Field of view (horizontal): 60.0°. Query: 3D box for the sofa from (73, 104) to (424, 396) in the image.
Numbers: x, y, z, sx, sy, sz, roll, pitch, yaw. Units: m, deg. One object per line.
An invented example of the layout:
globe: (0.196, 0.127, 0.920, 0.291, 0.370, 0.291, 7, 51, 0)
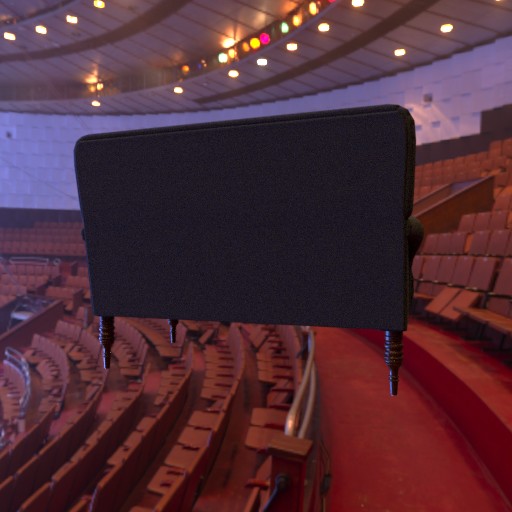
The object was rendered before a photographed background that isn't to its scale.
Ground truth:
sofa: (0.000, 0.000, 1.807, 1.297, 0.889, 0.779, 0, 0, 18)
